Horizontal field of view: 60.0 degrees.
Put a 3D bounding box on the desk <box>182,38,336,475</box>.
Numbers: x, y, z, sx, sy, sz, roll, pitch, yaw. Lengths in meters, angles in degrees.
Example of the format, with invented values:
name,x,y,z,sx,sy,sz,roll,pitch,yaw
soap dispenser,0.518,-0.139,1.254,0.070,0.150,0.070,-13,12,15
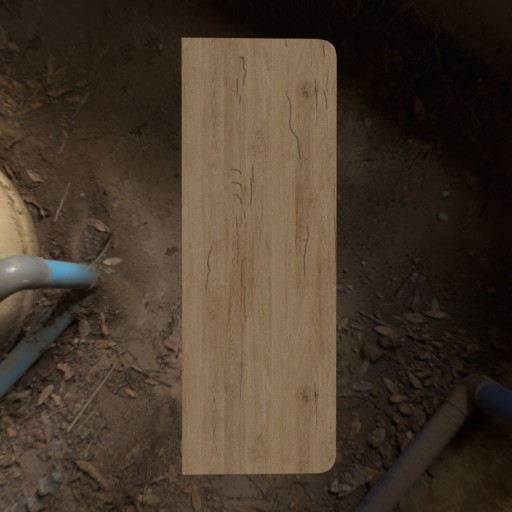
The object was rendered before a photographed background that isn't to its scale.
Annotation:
name,x,y,z,sx,sy,sz,roll,pitch,yaw
desk,0.000,0.000,1.500,0.390,0.760,1.100,0,90,-1
